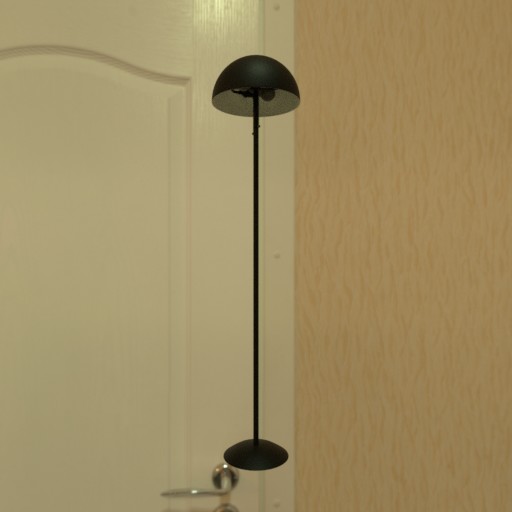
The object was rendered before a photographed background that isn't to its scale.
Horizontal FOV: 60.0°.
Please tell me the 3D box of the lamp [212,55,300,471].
[{"bbox_3d":[0.000,0.000,1.646,0.328,1.480,0.328,0,0,-35],"label":"lamp"}]
